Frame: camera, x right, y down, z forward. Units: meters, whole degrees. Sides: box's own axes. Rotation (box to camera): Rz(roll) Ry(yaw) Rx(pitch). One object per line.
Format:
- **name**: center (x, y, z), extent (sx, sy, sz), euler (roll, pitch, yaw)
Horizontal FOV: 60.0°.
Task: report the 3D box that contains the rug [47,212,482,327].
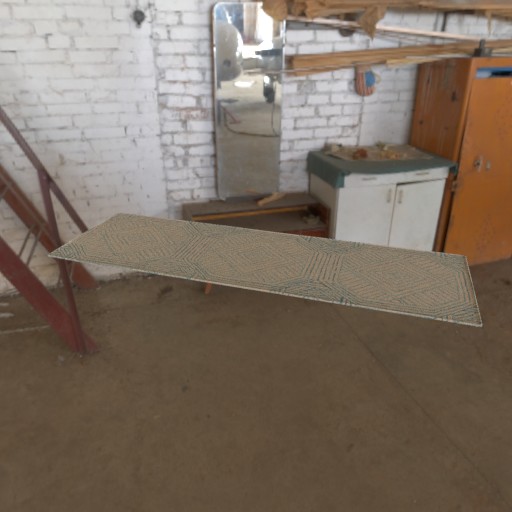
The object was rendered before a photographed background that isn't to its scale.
- **rug**: center (0.000, 0.000, 2.719), extent (2.452, 0.012, 0.775), euler (8, 28, 16)
